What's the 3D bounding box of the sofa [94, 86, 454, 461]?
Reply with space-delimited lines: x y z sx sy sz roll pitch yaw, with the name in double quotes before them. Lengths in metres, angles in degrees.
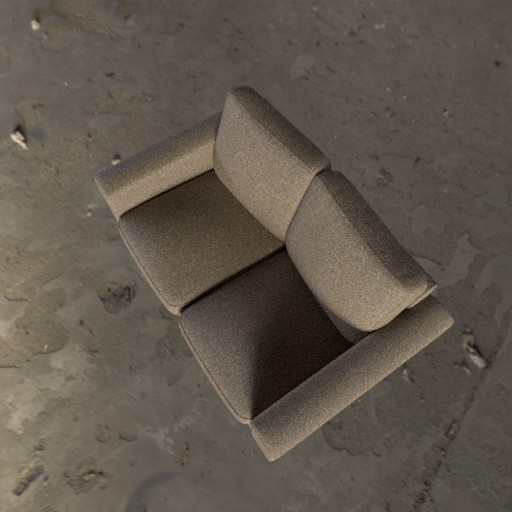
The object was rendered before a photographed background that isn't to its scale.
"sofa" 0.000 0.000 2.206 1.016 0.873 1.616 -32 68 -14
